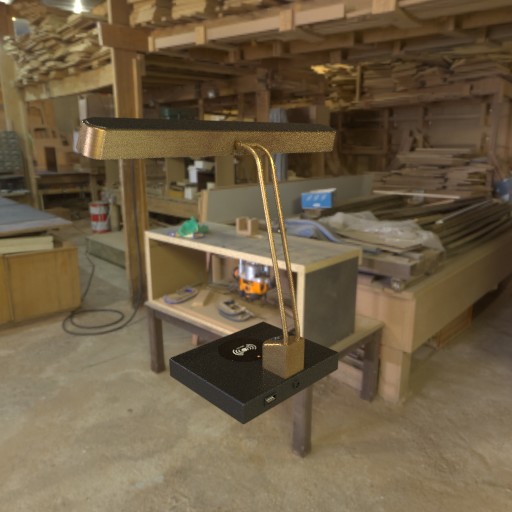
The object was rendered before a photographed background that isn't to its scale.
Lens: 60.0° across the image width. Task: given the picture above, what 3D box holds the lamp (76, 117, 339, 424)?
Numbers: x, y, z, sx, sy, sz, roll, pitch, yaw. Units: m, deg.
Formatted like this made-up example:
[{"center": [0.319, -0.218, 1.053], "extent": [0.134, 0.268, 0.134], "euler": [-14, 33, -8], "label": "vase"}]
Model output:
[{"center": [0.000, 0.000, 0.588], "extent": [0.412, 0.345, 0.156], "euler": [-14, 20, -42], "label": "lamp"}]
